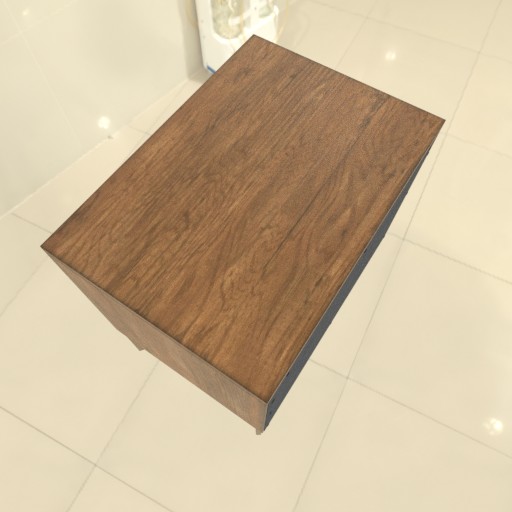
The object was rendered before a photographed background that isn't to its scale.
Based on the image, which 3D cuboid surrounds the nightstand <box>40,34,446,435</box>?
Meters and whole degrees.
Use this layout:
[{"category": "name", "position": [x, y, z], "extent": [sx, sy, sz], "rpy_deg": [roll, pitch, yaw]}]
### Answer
[{"category": "nightstand", "position": [0.000, 0.000, 1.038], "extent": [0.446, 0.610, 0.610], "rpy_deg": [31, 67, 15]}]
